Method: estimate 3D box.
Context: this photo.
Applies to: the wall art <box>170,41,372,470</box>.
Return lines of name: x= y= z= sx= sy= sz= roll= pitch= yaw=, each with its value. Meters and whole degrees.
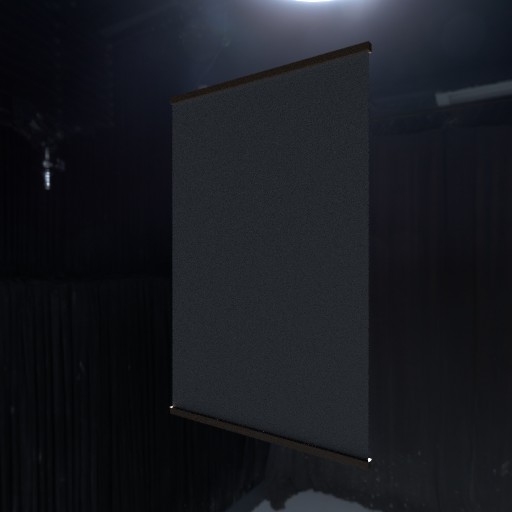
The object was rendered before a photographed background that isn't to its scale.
wall art: x=0.000 y=0.000 z=1.863 sx=0.990 sy=1.519 sz=0.030 roll=0 pitch=0 yaw=35
